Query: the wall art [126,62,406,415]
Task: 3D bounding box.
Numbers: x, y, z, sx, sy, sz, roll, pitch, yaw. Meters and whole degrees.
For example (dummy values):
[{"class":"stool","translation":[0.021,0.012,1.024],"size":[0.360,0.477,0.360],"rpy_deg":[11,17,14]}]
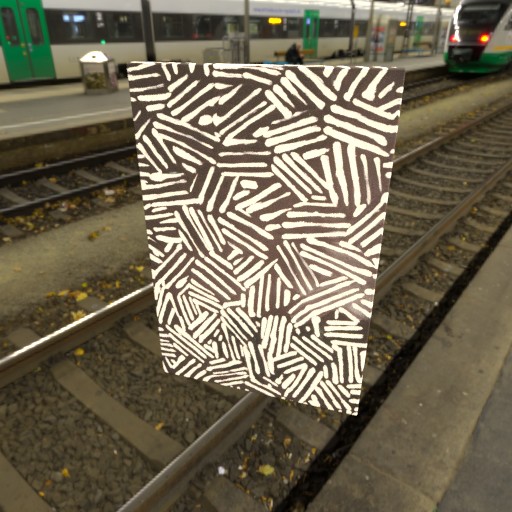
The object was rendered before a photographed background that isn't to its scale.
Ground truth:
[{"class":"wall art","translation":[0.000,0.000,1.156],"size":[0.615,0.918,0.035],"rpy_deg":[8,28,15]}]
